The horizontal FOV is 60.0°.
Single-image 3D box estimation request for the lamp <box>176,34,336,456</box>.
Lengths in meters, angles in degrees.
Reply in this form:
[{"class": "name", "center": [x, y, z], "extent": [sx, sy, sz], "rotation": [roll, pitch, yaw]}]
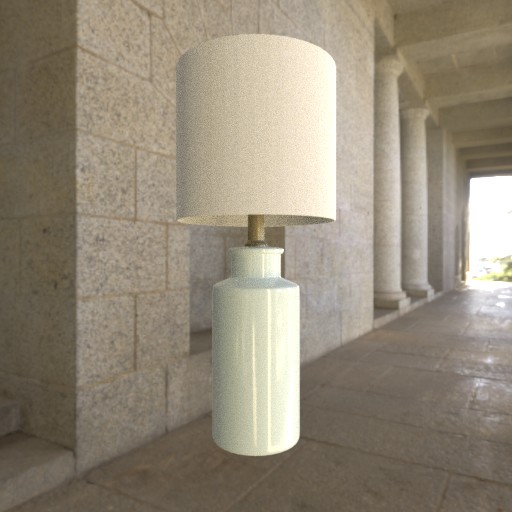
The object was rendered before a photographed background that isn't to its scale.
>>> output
[{"class": "lamp", "center": [0.000, 0.000, 0.597], "extent": [0.212, 0.493, 0.212], "rotation": [0, 0, 1]}]
